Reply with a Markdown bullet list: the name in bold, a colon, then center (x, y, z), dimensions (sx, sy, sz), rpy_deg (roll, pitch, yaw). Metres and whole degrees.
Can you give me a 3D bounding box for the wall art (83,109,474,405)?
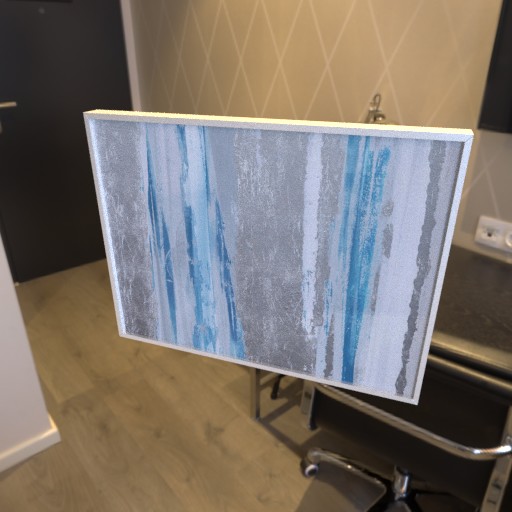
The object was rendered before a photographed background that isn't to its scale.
- **wall art**: center (0.000, 0.000, 1.352), dimensions (1.056, 0.801, 0.066), rpy_deg (9, 27, 17)
